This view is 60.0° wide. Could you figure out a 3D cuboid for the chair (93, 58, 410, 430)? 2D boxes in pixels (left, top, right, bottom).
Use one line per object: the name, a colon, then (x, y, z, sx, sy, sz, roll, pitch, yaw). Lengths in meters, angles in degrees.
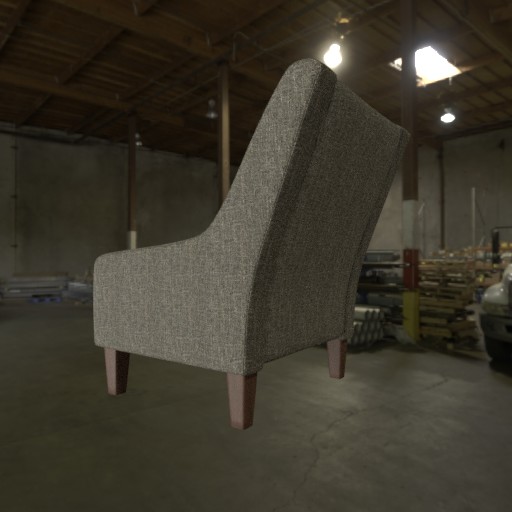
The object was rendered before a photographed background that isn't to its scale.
chair: (0.000, 0.000, 1.683, 0.944, 1.012, 0.793, 0, -1, 35)
